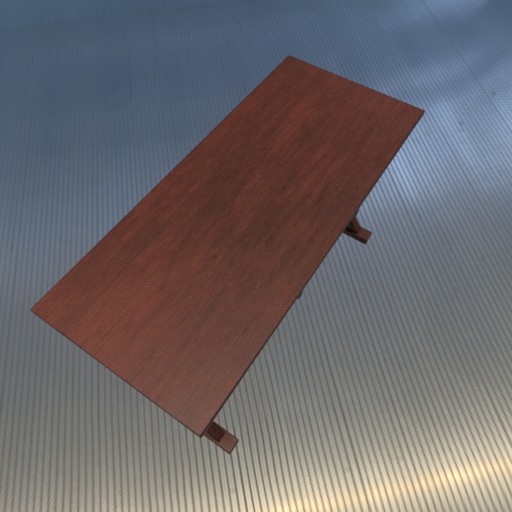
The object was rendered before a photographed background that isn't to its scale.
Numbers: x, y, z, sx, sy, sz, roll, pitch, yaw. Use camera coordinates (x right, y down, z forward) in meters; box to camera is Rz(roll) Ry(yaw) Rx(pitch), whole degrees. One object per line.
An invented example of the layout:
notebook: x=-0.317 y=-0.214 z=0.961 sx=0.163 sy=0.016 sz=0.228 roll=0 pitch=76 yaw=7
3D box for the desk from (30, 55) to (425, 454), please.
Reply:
desk: x=0.000 y=0.000 z=1.767 sx=0.600 sy=0.761 sz=1.372 roll=30 pitch=63 yaw=17
